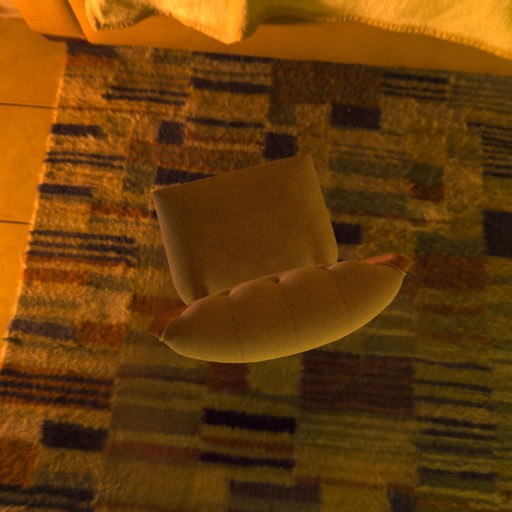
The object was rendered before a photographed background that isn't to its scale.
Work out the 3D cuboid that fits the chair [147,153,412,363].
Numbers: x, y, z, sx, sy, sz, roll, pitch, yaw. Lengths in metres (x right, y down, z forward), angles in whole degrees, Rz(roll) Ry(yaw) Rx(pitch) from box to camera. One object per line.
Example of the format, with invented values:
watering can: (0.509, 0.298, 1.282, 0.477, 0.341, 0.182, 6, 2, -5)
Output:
chair: (0.000, 0.000, 1.243, 0.513, 0.905, 0.584, -14, 76, -4)
